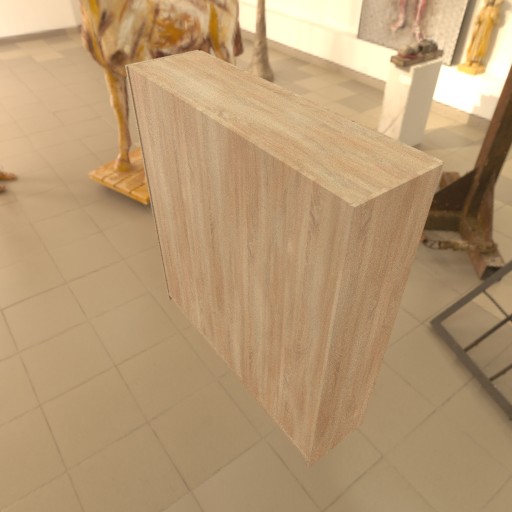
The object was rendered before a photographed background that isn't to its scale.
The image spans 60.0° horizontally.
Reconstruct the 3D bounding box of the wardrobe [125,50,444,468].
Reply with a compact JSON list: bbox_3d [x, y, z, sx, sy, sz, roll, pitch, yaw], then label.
[{"bbox_3d":[0.000,0.000,3.074,0.598,2.159,1.998,-26,47,-27],"label":"wardrobe"}]
